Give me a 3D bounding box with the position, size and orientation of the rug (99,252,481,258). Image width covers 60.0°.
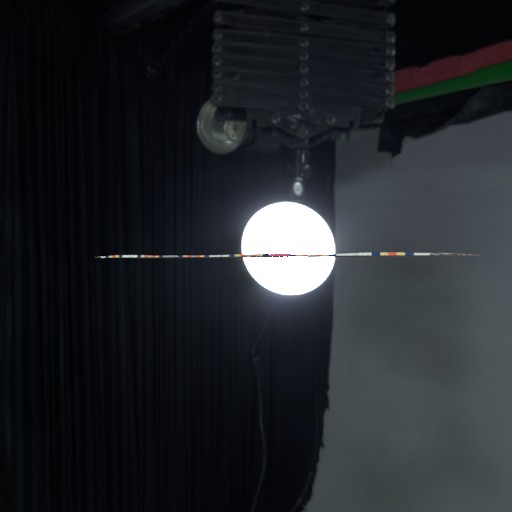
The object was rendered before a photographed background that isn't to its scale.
[{"bbox_3d":[0.000,0.000,2.761,2.455,0.017,0.695,0,-1,38],"label":"rug"}]
